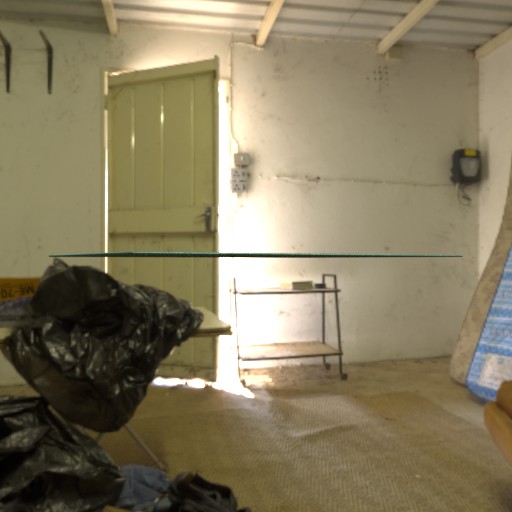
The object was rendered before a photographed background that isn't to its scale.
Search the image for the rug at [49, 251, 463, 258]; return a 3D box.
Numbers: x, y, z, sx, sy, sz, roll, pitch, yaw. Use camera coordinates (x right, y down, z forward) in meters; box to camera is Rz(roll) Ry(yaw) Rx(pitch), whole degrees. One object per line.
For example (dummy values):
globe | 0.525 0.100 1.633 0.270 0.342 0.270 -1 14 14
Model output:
rug | 0.000 0.000 2.883 2.205 0.012 1.554 0 -1 -35
